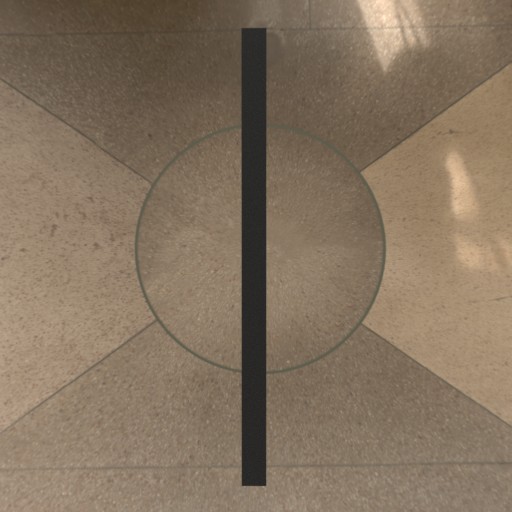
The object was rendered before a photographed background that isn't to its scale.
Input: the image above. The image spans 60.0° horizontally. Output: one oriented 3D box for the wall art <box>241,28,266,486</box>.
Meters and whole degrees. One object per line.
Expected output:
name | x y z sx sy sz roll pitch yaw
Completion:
wall art | 0.000 0.000 0.768 0.031 0.457 0.558 0 91 1
